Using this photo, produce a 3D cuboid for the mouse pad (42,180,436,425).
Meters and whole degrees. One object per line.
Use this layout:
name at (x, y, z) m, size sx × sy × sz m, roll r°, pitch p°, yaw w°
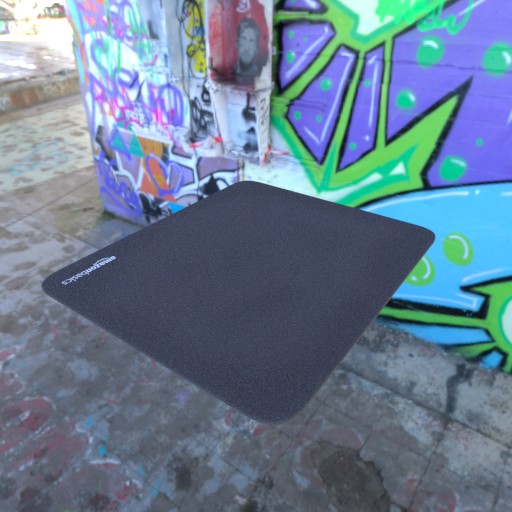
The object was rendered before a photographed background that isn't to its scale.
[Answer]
mouse pad at (0.000, 0.000, 0.345) m, size 0.211 × 0.002 × 0.249 m, roll 21°, pitch 37°, yaw 30°
